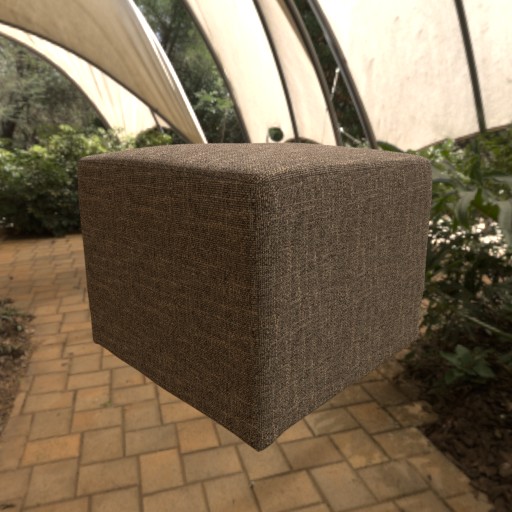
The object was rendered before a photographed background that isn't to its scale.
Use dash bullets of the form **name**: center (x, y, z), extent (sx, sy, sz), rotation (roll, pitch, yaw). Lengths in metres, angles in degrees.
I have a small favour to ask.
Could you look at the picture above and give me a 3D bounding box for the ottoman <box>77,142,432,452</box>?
- **ottoman**: center (0.000, 0.000, 0.918), extent (0.512, 0.453, 0.521), rotation (14, 21, 42)
